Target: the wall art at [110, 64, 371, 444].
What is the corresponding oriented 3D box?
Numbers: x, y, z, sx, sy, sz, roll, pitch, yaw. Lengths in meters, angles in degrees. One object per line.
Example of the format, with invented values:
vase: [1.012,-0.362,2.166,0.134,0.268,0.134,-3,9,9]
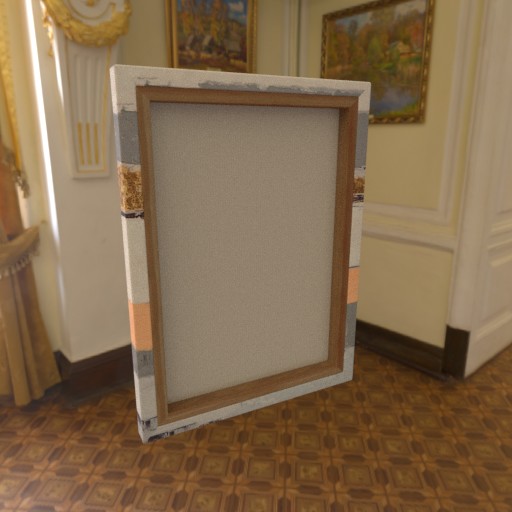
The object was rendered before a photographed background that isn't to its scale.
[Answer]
wall art: [0.000,0.000,0.802,0.456,0.609,0.038,-8,17,-26]
